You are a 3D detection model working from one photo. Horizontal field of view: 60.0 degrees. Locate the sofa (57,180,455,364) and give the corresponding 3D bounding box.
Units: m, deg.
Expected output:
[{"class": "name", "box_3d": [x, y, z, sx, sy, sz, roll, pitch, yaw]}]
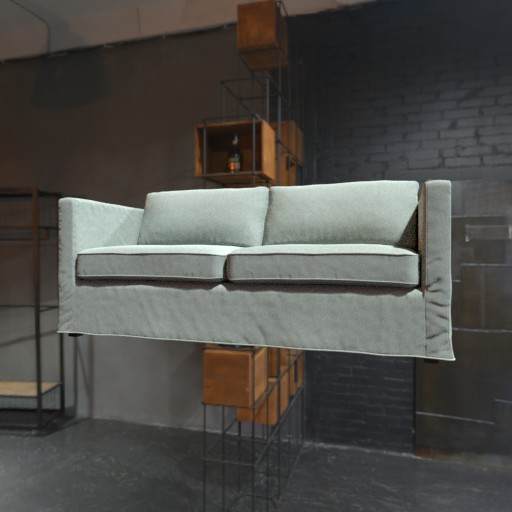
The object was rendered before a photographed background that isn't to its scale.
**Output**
[{"class": "sofa", "box_3d": [0.000, 0.000, 2.503, 1.987, 0.870, 0.940, 0, 1, 18]}]
